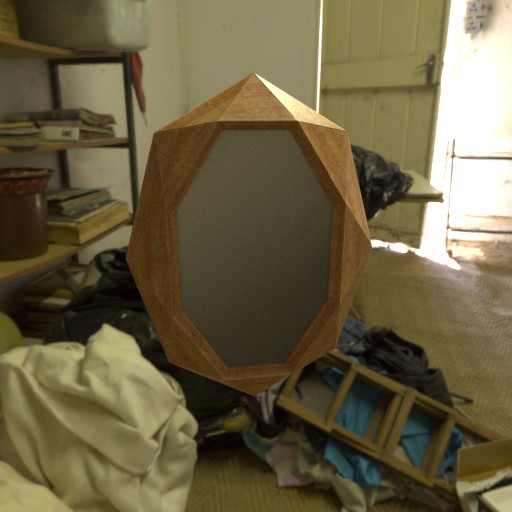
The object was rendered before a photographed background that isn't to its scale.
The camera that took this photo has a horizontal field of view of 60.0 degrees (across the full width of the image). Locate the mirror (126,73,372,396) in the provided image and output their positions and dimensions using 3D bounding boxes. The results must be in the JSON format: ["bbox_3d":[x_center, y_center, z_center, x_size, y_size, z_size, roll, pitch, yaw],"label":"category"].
[{"bbox_3d":[0.000,0.000,1.002,0.577,0.774,0.070,-3,17,-9],"label":"mirror"}]
